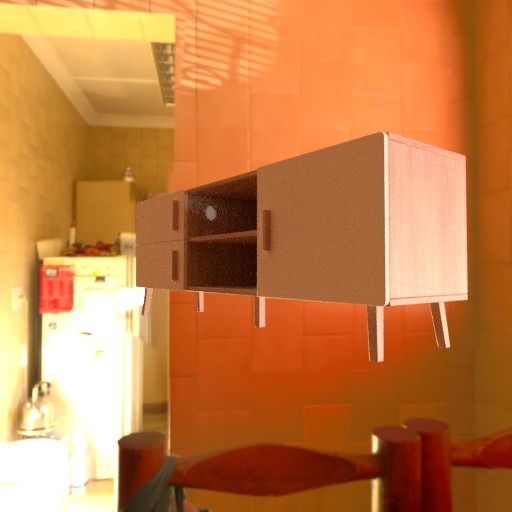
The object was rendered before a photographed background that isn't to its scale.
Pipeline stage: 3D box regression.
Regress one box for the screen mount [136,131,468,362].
[{"bbox_3d":[0.000,0.000,1.778,0.420,0.570,1.500,1,-2,-38],"label":"screen mount"}]
